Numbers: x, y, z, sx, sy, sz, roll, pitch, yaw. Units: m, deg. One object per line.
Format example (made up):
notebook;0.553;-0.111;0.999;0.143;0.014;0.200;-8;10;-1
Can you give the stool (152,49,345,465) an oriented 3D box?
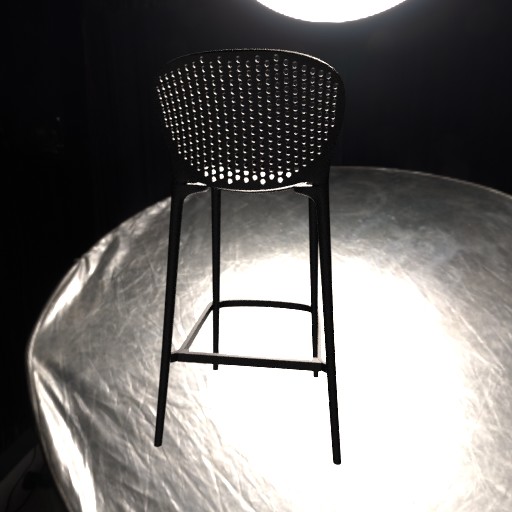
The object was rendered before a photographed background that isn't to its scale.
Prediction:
stool;0.000;0.000;1.327;0.536;1.045;0.535;2;15;8
